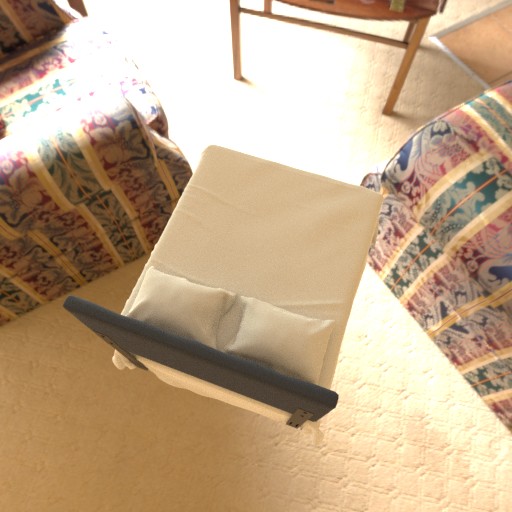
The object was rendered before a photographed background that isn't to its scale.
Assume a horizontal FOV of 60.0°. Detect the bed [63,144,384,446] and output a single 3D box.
[{"bbox_3d":[0.000,0.000,3.516,1.936,1.577,2.222,18,66,8],"label":"bed"}]
